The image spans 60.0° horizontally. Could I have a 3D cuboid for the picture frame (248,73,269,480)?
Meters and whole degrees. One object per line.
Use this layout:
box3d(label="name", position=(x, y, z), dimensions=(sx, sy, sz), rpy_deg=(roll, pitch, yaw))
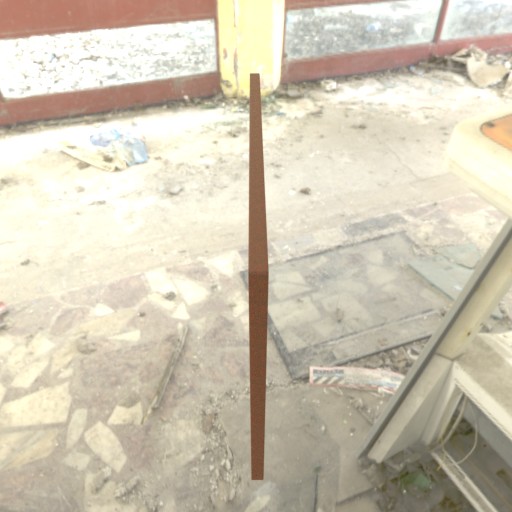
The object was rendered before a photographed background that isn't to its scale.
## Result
box3d(label="picture frame", position=(0.000, 0.000, 1.797), dimensions=(0.045, 1.018, 1.329), rpy_deg=(0, 40, 0))
